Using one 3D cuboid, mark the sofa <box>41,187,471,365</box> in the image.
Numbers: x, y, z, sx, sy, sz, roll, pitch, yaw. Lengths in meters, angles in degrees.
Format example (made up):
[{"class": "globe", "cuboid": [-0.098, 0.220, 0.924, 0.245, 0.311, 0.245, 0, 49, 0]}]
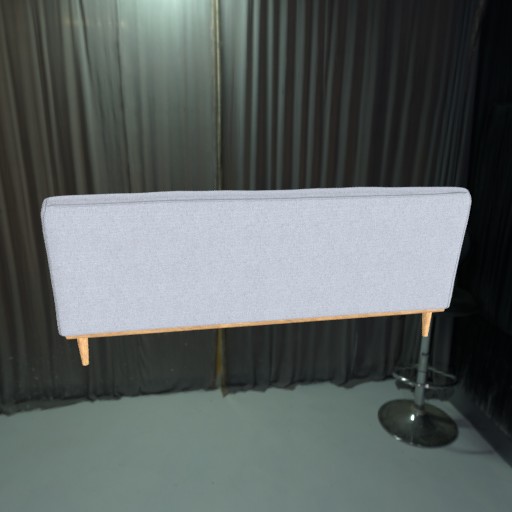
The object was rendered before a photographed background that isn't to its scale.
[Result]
[{"class": "sofa", "cuboid": [0.000, 0.000, 2.558, 2.057, 0.871, 0.978, -3, 16, -10]}]
